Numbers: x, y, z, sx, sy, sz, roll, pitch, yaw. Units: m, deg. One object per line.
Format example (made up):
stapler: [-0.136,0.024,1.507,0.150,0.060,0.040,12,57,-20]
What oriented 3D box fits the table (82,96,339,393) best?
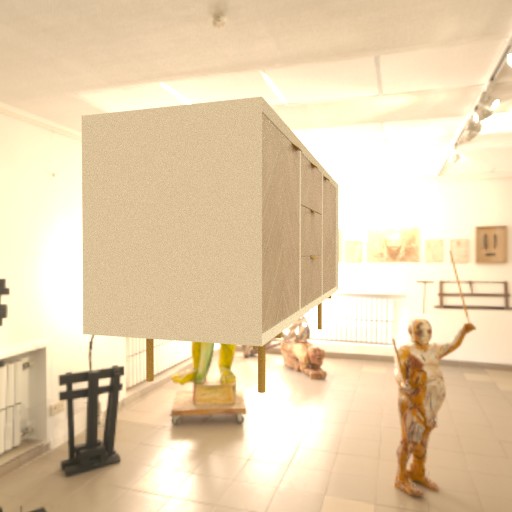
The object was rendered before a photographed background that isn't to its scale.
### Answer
table: [0.000,0.000,1.829,0.508,0.769,1.500,0,1,17]
